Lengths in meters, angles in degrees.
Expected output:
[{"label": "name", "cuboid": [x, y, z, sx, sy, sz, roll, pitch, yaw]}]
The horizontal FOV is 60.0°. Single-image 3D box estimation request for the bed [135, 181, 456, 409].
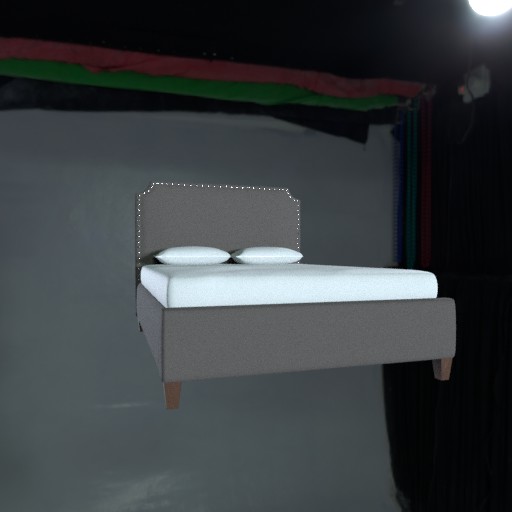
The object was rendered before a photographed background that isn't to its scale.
[{"label": "bed", "cuboid": [0.000, 0.000, 3.431, 1.713, 1.443, 2.372, 0, 0, -18]}]
